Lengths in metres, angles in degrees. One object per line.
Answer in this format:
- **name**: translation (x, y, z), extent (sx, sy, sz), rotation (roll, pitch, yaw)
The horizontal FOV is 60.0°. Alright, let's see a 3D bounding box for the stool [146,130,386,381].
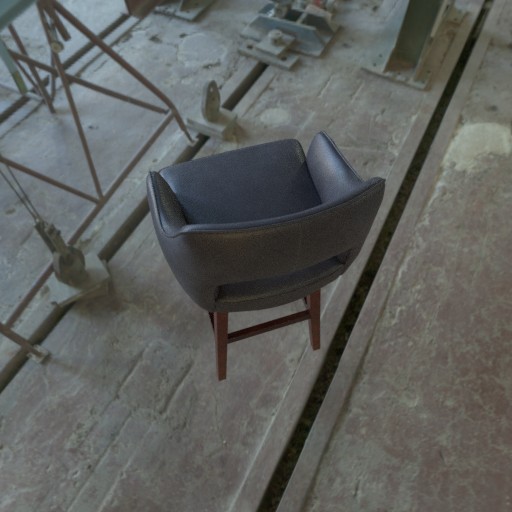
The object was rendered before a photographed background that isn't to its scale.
- **stool**: translation (0.000, 0.000, 1.404), extent (0.550, 1.041, 0.560), rotation (-15, 59, -10)
